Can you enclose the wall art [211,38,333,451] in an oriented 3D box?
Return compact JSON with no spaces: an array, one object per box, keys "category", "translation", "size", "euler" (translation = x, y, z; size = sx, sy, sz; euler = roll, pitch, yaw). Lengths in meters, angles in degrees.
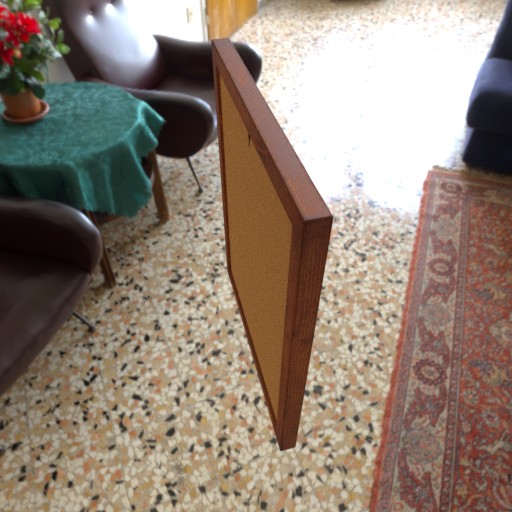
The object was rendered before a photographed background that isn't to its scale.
[{"category":"wall art","translation":[0.000,0.000,0.766],"size":[0.030,0.558,0.462],"euler":[-11,47,-10]}]
